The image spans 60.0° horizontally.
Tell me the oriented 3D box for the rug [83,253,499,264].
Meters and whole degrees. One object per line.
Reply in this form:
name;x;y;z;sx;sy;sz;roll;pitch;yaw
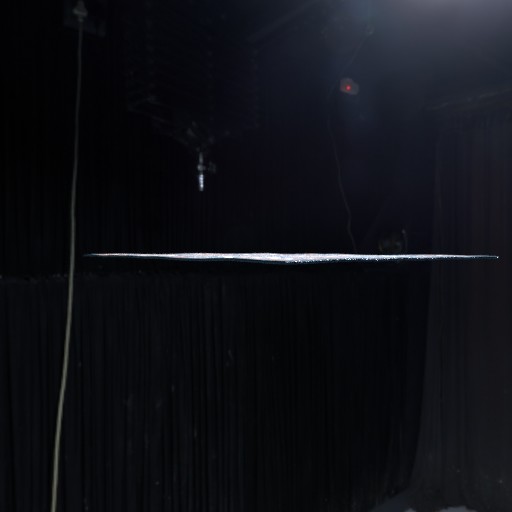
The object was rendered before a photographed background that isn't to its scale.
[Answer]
rug;0.000;0.000;2.244;1.195;0.014;1.847;-1;1;-37
